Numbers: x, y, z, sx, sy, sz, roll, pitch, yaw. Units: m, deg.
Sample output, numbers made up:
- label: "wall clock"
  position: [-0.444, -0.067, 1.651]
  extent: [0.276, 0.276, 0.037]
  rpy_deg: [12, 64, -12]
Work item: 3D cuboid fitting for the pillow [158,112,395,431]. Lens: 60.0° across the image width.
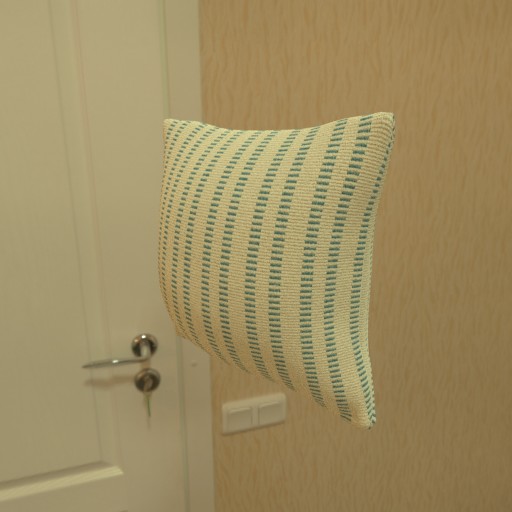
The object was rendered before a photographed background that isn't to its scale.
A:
- label: "pillow"
  position: [0.000, 0.000, 0.694]
  extent: [0.438, 0.419, 0.247]
  rpy_deg: [15, 21, 41]
